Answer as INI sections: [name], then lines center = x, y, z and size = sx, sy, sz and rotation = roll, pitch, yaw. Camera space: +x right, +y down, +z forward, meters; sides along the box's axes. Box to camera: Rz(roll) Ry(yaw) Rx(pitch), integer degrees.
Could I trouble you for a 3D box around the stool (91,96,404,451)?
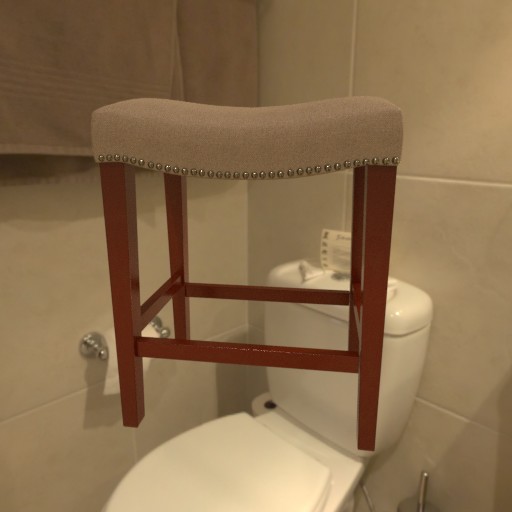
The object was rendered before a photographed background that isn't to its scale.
[stool]
center = 0.000, 0.000, 0.943
size = 0.509, 0.632, 0.375
rotation = 2, 16, 8
